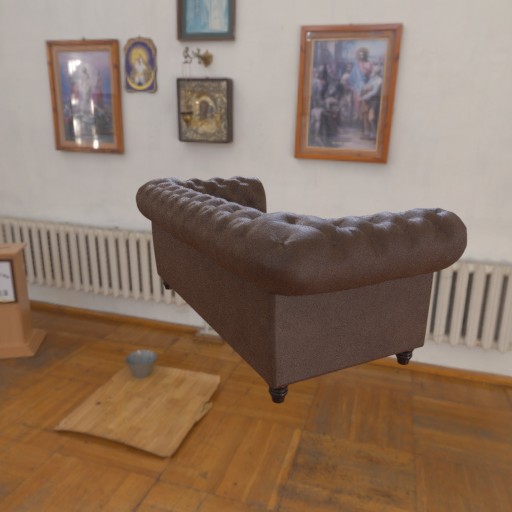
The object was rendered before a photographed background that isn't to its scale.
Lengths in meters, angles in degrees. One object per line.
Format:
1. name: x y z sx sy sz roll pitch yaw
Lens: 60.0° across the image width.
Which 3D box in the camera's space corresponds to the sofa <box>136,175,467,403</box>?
1. sofa: 0.000 0.000 2.540 0.955 0.784 2.048 -8 17 -26
